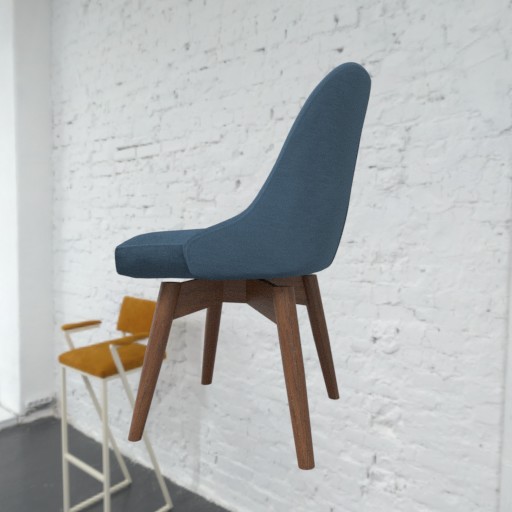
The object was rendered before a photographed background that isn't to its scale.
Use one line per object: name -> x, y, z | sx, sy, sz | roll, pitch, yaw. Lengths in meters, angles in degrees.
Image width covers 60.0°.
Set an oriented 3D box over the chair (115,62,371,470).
chair -> 0.000, 0.000, 1.191 | 0.589, 0.882, 0.503 | 1, 3, 18
